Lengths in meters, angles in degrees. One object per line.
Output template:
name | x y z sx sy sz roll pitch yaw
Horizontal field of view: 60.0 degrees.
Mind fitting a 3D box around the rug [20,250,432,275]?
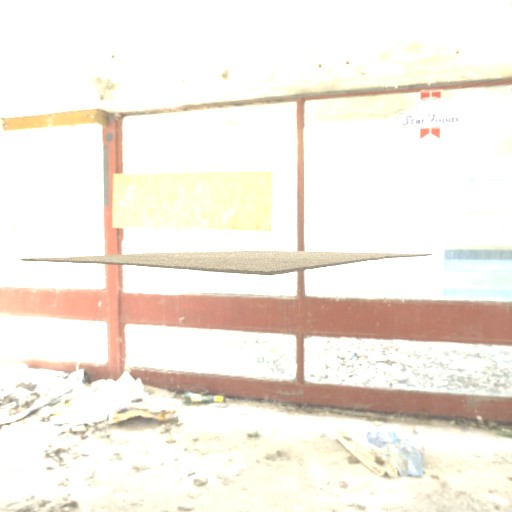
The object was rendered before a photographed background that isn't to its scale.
rug | 0.000 0.000 4.201 2.434 0.045 3.202 2 3 36
